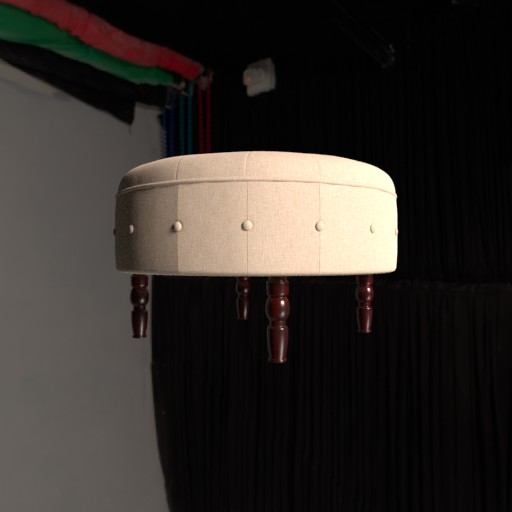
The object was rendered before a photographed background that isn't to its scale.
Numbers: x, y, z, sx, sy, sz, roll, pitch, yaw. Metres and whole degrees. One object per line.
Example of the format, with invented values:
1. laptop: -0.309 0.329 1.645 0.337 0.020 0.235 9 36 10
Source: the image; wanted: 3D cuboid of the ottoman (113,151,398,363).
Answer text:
1. ottoman: 0.000 0.000 1.399 0.848 0.494 0.848 0 0 0
